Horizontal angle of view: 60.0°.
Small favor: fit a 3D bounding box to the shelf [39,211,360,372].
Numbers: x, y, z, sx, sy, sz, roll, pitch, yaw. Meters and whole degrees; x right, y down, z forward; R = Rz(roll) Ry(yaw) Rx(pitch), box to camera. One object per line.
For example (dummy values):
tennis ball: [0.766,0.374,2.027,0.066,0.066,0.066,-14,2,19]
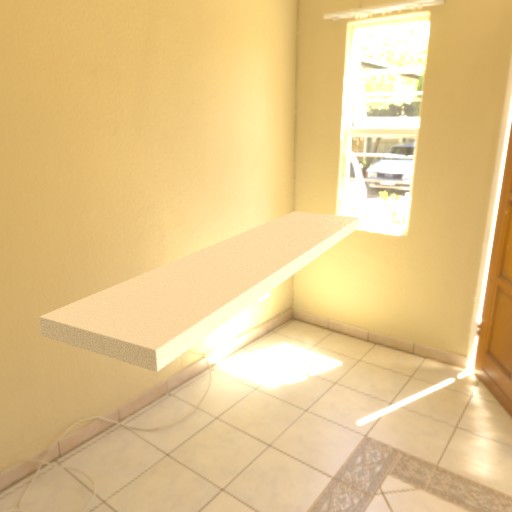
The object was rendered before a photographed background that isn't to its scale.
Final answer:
shelf: [0.000,0.000,0.645,0.140,0.020,0.610,8,18,27]
